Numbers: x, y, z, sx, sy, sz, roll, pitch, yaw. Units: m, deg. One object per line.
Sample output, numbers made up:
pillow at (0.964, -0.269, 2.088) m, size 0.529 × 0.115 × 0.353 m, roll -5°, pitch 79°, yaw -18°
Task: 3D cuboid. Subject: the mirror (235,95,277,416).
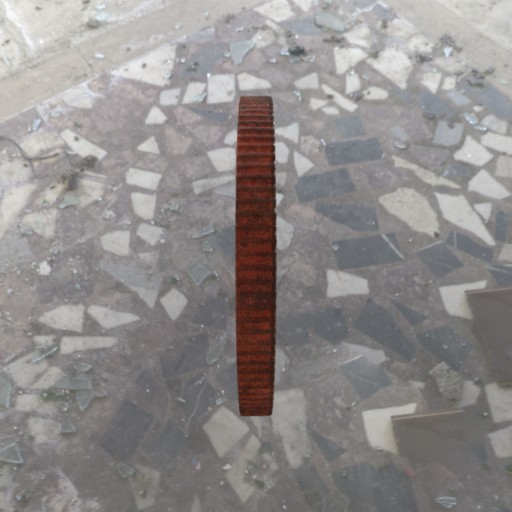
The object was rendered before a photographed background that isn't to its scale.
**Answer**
mirror at (0.000, 0.000, 0.895) m, size 0.056 × 0.609 × 0.609 m, roll 0°, pitch 63°, yaw 0°
